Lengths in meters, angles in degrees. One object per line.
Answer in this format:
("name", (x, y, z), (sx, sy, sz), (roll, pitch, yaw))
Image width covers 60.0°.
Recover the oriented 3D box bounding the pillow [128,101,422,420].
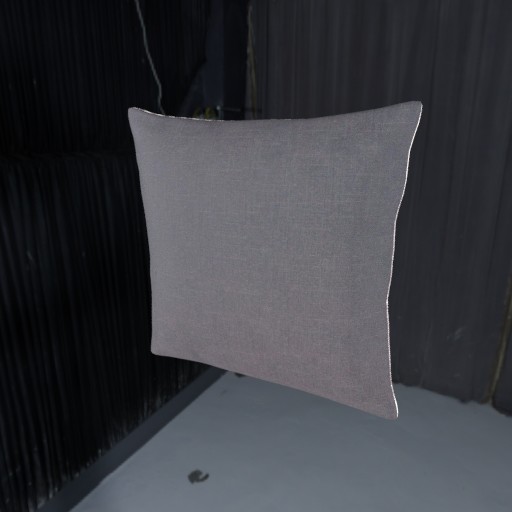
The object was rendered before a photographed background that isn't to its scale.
("pillow", (0.000, 0.000, 0.781), (0.523, 0.506, 0.166), (8, 18, 26))
